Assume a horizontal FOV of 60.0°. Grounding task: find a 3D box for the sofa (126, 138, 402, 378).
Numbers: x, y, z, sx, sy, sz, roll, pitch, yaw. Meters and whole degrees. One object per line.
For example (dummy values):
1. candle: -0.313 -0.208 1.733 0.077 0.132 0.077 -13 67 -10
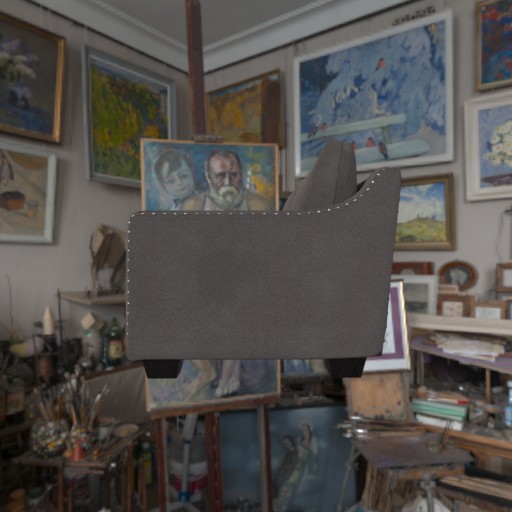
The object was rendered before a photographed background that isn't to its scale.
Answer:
1. sofa: 0.000 0.000 3.329 1.336 1.196 2.550 0 -1 -1
